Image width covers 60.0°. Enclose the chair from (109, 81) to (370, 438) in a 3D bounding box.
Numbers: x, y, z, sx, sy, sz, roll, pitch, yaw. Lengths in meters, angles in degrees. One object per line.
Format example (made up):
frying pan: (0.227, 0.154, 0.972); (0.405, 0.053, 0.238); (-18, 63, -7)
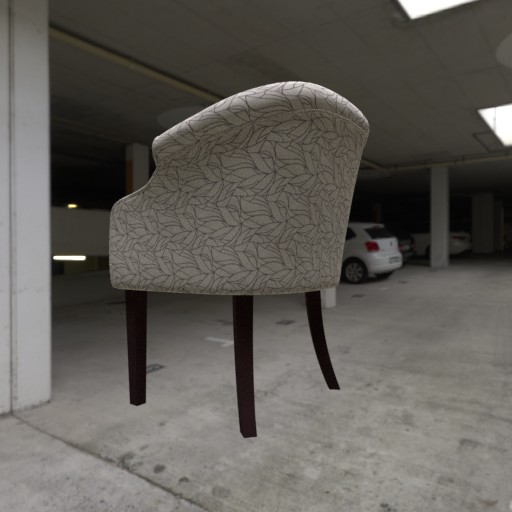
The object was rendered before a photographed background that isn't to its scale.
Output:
chair: (0.000, 0.000, 1.335); (0.613, 0.858, 0.686); (0, 1, 37)
